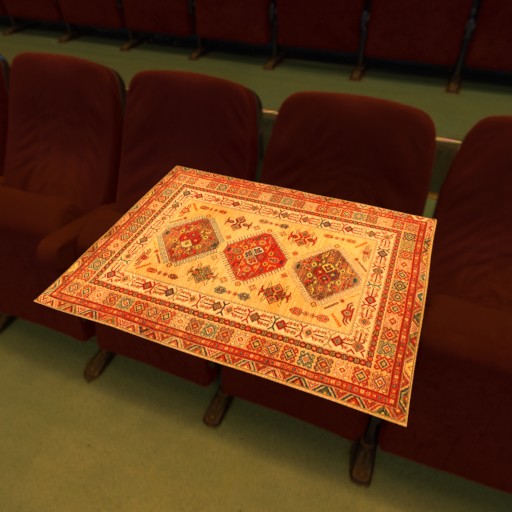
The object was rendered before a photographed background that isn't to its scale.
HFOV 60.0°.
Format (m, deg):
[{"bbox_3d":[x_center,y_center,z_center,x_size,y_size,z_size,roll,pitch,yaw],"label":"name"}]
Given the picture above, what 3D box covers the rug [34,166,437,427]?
[{"bbox_3d":[0.000,0.000,4.158,3.067,0.005,2.460,14,43,16],"label":"rug"}]
